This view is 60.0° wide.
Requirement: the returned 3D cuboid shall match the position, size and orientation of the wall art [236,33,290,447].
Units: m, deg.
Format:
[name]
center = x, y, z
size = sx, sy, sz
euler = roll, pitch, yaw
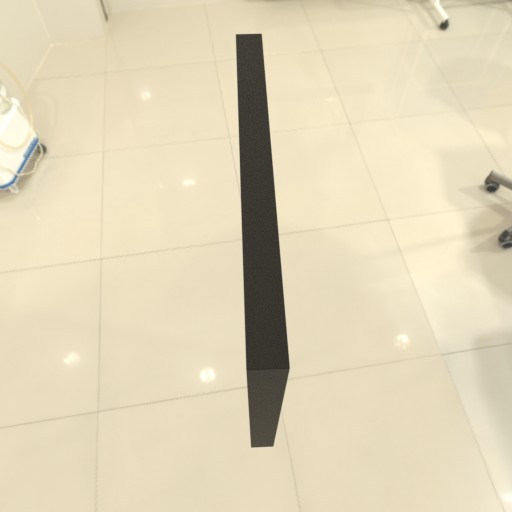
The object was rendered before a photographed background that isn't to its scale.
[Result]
[wall art]
center = 0.000, 0.000, 0.536
size = 0.029, 0.330, 0.381
euler = -2, 58, -1
